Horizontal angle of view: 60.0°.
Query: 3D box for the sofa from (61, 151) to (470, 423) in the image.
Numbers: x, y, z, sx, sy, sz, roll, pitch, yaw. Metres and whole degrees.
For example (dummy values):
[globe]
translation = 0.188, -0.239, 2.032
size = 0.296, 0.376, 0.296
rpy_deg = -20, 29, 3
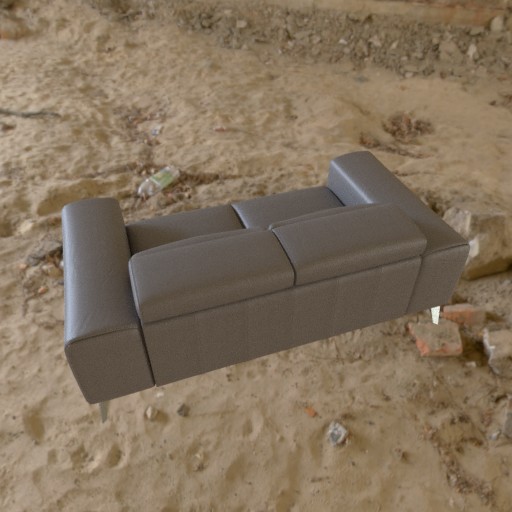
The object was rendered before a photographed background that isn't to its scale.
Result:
[sofa]
translation = 0.000, 0.000, 2.426
size = 1.930, 0.753, 1.024
rpy_deg = -13, 43, -14
